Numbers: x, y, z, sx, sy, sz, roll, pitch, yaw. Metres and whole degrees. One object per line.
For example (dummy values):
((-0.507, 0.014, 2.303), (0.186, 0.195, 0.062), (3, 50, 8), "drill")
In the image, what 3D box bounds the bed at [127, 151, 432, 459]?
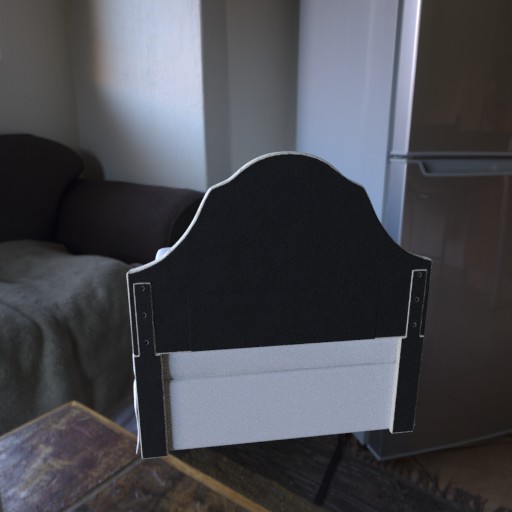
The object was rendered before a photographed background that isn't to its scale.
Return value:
((0.000, 0.000, 3.218), (1.627, 1.575, 2.092), (-2, 16, -8), "bed")
